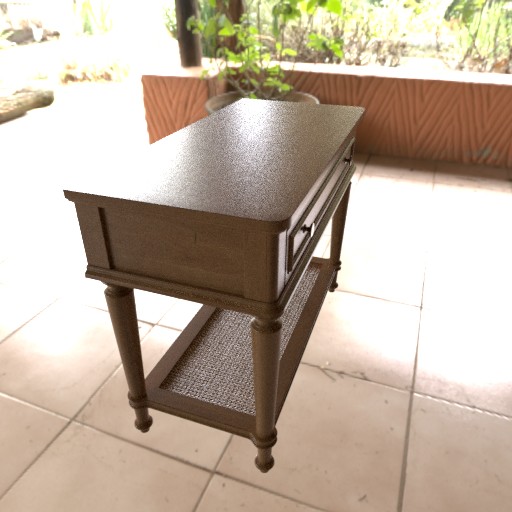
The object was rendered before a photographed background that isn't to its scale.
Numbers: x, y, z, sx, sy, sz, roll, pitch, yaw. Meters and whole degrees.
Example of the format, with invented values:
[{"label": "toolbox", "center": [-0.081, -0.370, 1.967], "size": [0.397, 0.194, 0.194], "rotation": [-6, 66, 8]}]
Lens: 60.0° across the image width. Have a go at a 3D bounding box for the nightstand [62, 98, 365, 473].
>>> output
[{"label": "nightstand", "center": [0.000, 0.000, 1.304], "size": [0.432, 0.700, 0.914], "rotation": [10, 32, 17]}]
